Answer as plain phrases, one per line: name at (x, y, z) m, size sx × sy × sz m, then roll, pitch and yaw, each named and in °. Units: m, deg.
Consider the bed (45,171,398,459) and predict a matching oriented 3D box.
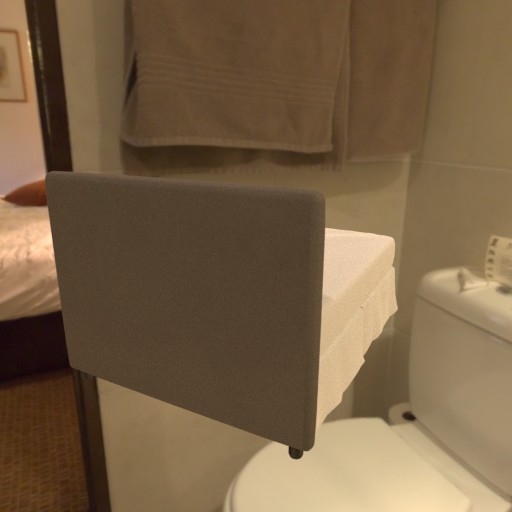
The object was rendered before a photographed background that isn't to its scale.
bed at (0.000, 0.000, 3.200) m, size 1.723 × 1.330 × 2.142 m, roll 9°, pitch 19°, yaw 27°
